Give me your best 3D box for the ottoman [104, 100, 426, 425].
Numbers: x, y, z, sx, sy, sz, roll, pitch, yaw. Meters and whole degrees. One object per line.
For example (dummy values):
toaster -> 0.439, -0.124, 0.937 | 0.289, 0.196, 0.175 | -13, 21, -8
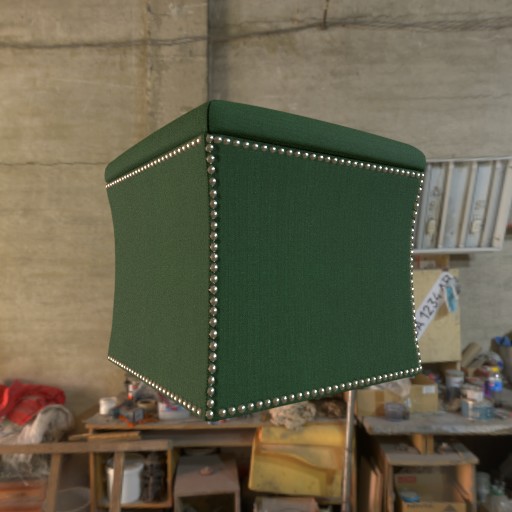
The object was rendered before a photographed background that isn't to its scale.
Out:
ottoman -> 0.000, 0.000, 0.920 | 0.507, 0.475, 0.497 | 1, -1, -34
